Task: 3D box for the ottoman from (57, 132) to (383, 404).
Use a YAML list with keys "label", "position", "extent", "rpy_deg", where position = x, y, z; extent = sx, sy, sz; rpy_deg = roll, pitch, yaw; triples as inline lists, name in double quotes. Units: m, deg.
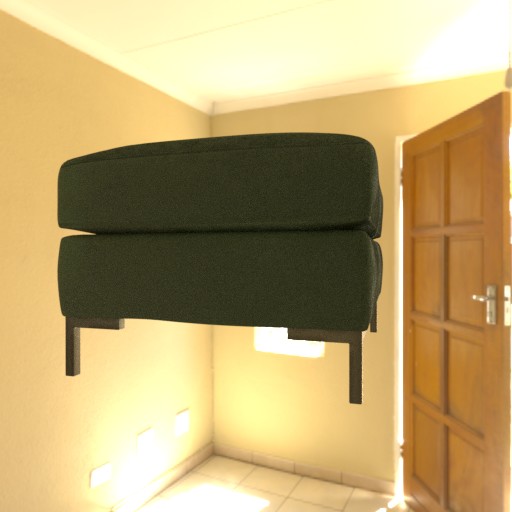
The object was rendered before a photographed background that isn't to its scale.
- label: "ottoman"
  position: [0.000, 0.000, 1.284]
  extent: [0.701, 0.538, 0.839]
  rpy_deg: [0, 0, 17]
